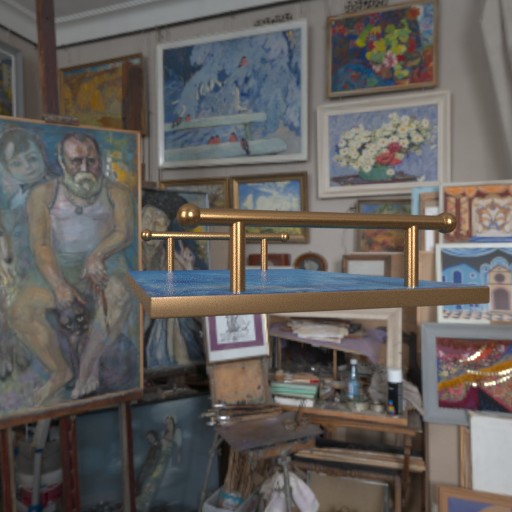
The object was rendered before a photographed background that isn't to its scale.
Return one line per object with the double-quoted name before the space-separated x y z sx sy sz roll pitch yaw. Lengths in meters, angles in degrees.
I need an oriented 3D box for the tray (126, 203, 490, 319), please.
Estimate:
"tray" 0.000 0.000 0.567 0.304 0.084 0.444 0 1 -18
